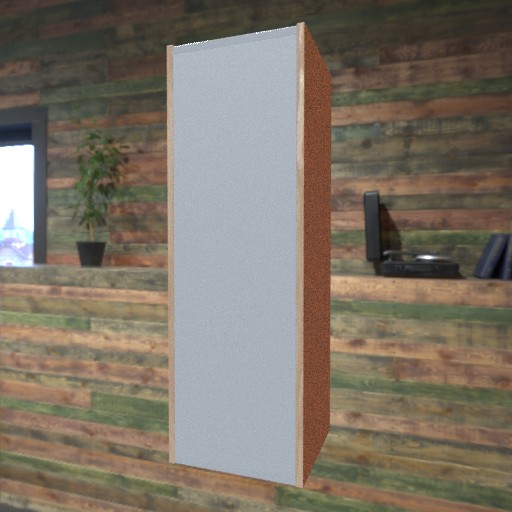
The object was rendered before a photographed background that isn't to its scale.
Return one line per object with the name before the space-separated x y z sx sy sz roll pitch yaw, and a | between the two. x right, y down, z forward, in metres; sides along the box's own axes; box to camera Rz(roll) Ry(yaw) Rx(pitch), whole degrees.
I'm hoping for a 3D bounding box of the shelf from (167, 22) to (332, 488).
shelf | 0.000 0.000 1.042 0.300 0.900 0.290 1 2 20
